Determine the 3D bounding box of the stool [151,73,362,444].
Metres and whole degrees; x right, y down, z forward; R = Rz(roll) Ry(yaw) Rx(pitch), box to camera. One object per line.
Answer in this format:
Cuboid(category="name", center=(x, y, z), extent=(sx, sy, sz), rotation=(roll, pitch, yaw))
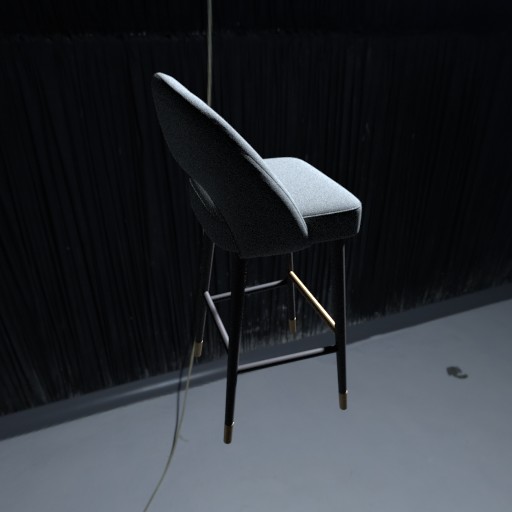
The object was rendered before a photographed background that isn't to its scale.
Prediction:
Cuboid(category="stool", center=(0.000, 0.000, 1.403), extent=(0.524, 1.089, 0.536), rotation=(-10, 31, -17))
